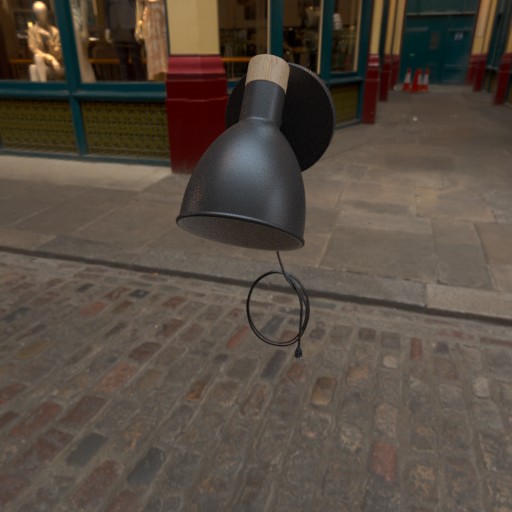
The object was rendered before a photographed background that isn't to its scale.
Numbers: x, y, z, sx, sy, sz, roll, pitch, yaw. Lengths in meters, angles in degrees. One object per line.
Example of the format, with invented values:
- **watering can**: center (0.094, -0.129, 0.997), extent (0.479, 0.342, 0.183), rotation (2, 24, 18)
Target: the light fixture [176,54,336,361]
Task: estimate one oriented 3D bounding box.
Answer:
- **light fixture**: center (0.000, 0.000, 0.485), extent (0.127, 0.401, 0.203), rotation (7, 26, 15)
